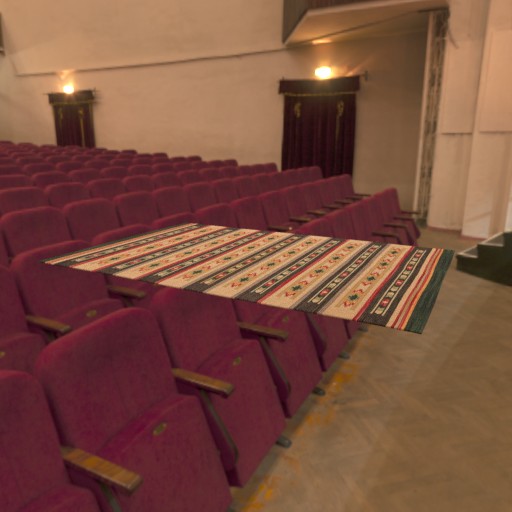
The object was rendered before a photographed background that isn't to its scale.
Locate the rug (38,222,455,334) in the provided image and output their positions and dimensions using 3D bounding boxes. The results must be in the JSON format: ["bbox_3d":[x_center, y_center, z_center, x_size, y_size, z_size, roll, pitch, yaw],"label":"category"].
[{"bbox_3d":[0.000,0.000,2.318,1.825,0.009,1.221,8,16,27],"label":"rug"}]
